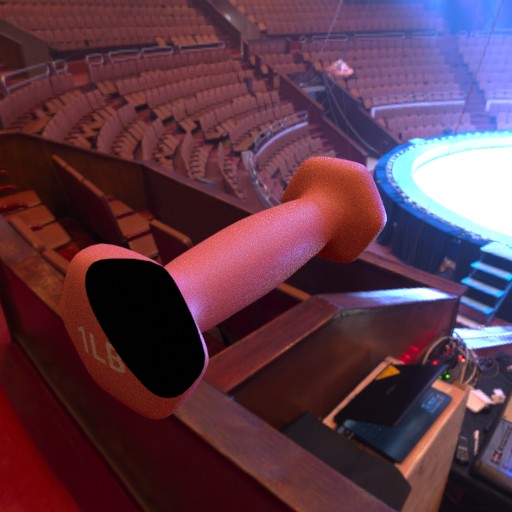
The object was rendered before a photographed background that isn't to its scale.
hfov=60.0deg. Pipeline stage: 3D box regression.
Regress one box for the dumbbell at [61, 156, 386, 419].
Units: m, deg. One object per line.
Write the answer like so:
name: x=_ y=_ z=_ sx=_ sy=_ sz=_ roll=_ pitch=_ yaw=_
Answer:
dumbbell: x=0.000 y=0.000 z=0.148 sx=0.047 sy=0.043 sz=0.123 roll=19 pitch=32 yaw=32
